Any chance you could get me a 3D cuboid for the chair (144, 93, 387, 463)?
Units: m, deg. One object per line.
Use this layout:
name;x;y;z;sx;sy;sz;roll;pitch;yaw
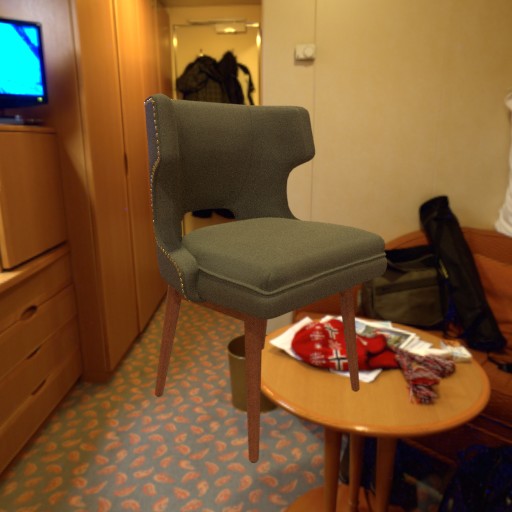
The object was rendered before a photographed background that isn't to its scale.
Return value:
chair;0.000;0.000;1.258;0.581;0.863;0.595;14;20;43
